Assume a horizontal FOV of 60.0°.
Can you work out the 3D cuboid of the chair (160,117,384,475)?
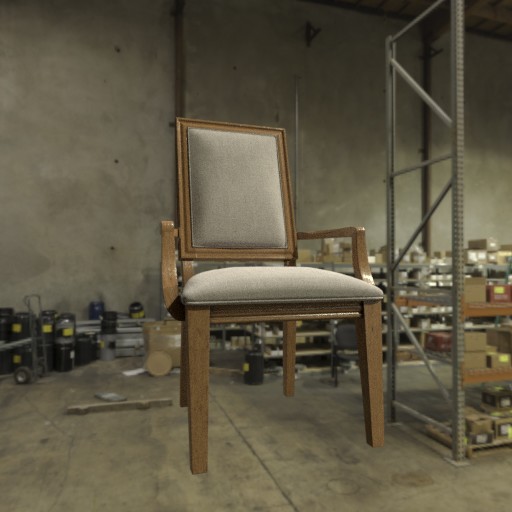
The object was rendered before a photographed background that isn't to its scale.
[{"bbox_3d":[0.000,0.000,1.360,0.606,0.990,0.602,0,-1,-18],"label":"chair"}]
